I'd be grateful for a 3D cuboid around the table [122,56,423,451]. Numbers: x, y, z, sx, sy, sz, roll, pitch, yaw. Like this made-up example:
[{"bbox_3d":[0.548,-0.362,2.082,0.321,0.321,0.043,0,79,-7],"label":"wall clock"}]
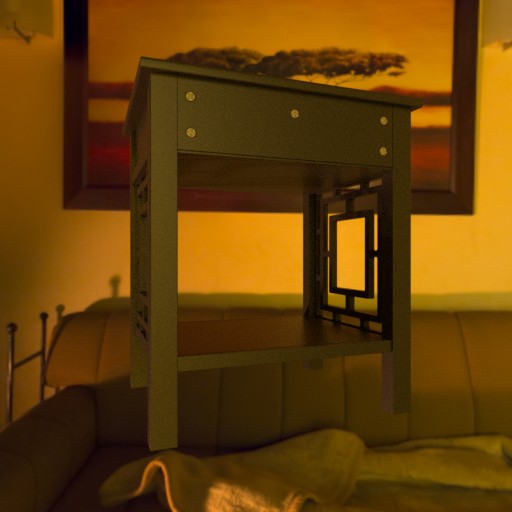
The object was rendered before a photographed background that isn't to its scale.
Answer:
[{"bbox_3d":[0.000,0.000,1.022,0.564,0.646,0.451,0,0,-20],"label":"table"}]
